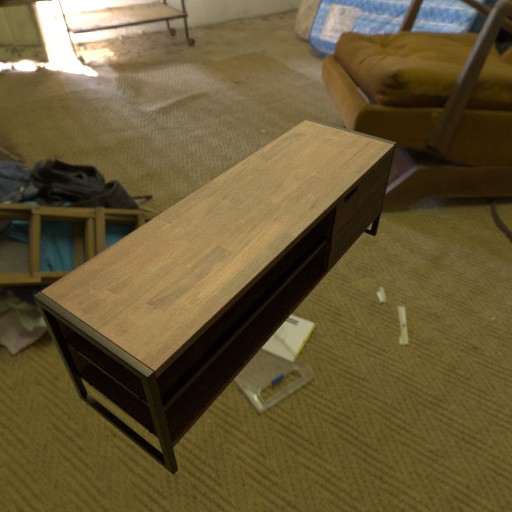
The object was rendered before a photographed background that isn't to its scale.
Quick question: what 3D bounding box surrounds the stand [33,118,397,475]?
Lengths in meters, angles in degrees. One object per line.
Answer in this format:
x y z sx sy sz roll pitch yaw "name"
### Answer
0.000 0.000 1.741 0.454 0.506 1.480 25 46 26 "stand"
